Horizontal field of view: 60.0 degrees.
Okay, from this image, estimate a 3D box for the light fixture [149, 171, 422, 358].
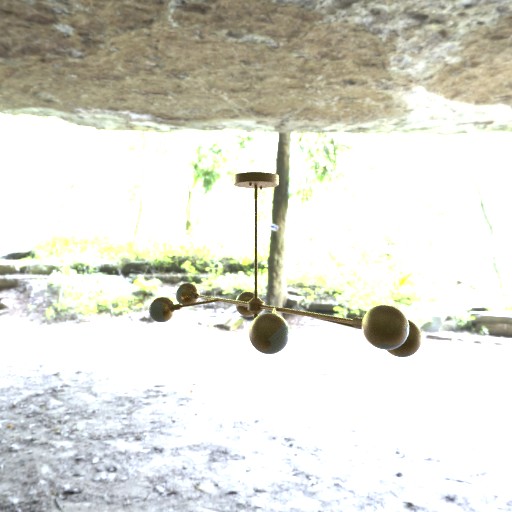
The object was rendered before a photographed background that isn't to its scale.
[{"bbox_3d":[0.000,0.000,1.001,0.434,0.362,0.778,0,0,-18],"label":"light fixture"}]
